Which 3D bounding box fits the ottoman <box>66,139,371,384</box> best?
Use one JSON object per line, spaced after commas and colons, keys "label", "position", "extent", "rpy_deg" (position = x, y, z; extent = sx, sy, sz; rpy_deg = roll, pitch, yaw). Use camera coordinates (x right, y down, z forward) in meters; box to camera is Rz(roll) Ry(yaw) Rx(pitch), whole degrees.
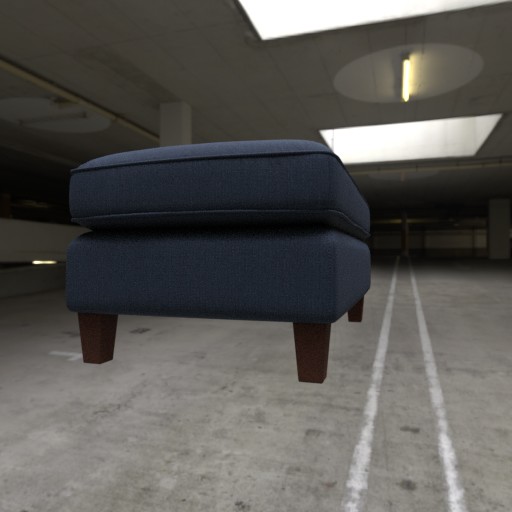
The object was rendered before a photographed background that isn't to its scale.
{"label": "ottoman", "position": [0.000, 0.000, 1.207], "extent": [0.570, 0.438, 0.885], "rpy_deg": [0, 0, 18]}
